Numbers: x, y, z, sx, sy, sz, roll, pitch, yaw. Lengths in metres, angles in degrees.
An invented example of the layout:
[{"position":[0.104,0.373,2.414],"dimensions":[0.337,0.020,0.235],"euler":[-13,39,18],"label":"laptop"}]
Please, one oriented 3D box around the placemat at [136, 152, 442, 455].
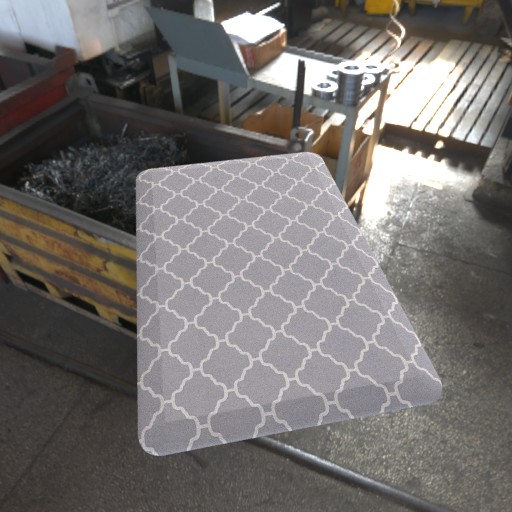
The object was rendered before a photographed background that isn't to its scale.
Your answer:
[{"position":[0.000,0.000,0.956],"dimensions":[0.508,0.021,0.762],"euler":[-8,46,-8],"label":"placemat"}]
